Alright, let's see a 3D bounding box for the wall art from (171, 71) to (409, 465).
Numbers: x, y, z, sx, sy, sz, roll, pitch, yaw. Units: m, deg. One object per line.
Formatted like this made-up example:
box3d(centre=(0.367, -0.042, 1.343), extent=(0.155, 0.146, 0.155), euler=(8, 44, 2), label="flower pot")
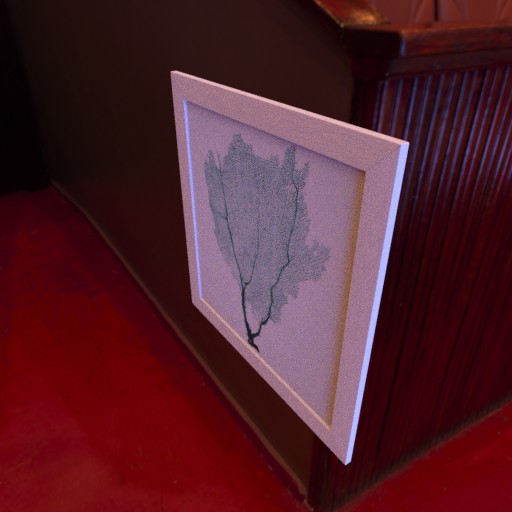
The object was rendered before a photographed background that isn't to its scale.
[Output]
box3d(centre=(0.000, 0.000, 0.836), extent=(0.015, 0.577, 0.572), euler=(-20, 37, -29), label="wall art")
